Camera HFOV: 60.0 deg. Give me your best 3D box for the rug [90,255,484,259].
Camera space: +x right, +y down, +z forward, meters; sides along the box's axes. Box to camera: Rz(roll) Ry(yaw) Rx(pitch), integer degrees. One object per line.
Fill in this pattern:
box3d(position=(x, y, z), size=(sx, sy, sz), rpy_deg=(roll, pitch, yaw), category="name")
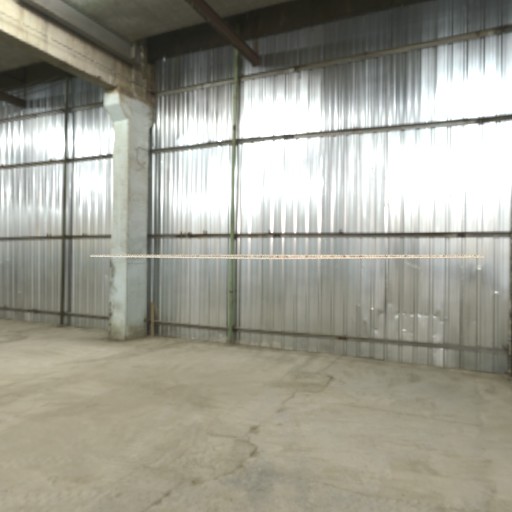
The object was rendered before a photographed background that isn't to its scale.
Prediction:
box3d(position=(0.000, 0.000, 2.972), size=(1.521, 0.015, 2.280), rpy_deg=(0, 0, -36), category="rug")
